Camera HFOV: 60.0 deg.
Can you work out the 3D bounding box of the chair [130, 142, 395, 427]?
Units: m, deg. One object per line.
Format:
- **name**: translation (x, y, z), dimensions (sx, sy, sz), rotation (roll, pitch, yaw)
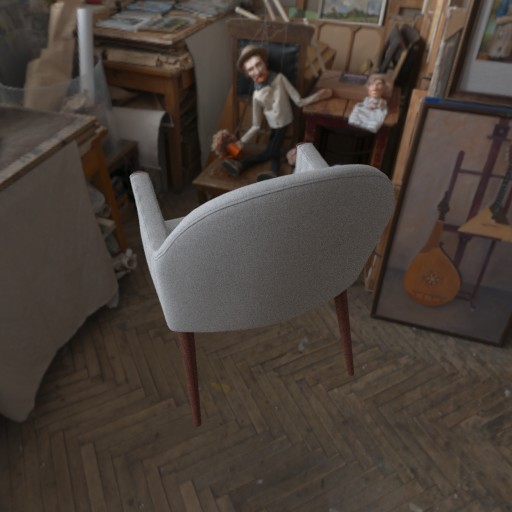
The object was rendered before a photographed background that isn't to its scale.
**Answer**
- **chair**: translation (0.000, 0.000, 1.301), dimensions (0.610, 0.889, 0.620), rotation (-13, 44, -15)
